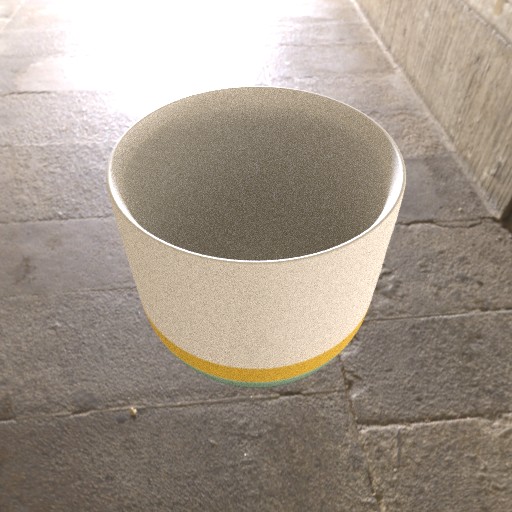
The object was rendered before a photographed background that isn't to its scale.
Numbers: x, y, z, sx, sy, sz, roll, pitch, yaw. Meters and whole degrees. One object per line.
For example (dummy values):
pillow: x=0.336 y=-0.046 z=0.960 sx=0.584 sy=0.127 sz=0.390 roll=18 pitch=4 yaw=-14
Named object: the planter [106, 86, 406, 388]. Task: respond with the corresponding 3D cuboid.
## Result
planter: x=0.000 y=0.000 z=0.500 sx=0.268 sy=0.270 sz=0.268 roll=0 pitch=47 yaw=0
